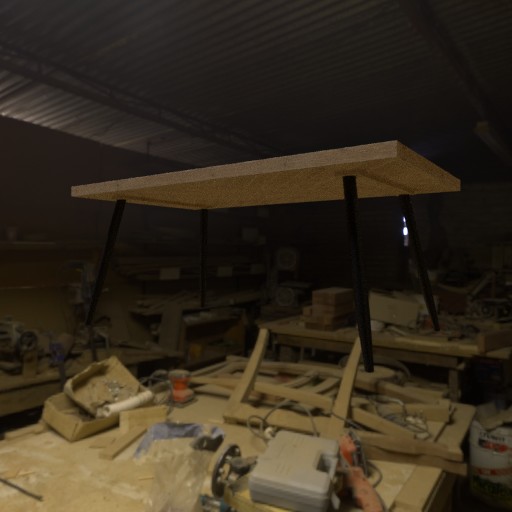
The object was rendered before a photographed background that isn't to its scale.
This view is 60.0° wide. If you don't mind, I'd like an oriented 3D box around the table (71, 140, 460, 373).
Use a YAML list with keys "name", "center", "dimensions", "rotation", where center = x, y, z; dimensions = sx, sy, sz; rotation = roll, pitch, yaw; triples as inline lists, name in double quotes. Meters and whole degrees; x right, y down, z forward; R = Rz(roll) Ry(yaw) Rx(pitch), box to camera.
- name: "table"
  center: [0.000, 0.000, 2.342]
  dimensions: [1.803, 0.762, 0.991]
  rotation: [1, 1, 35]
